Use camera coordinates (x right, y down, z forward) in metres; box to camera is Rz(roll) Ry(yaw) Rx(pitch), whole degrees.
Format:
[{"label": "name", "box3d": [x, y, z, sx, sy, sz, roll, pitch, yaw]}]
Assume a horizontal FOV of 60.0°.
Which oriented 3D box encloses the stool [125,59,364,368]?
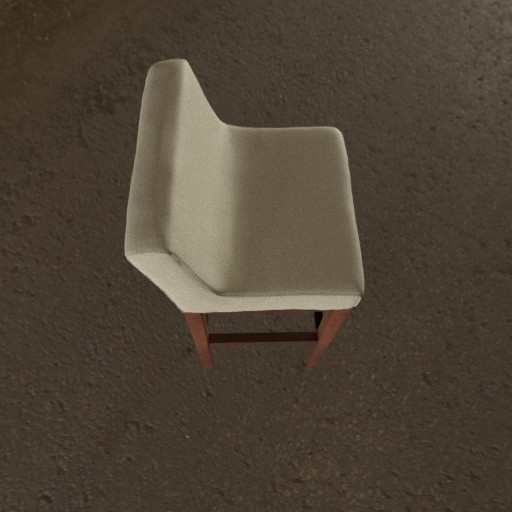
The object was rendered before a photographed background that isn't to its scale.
[{"label": "stool", "box3d": [0.000, 0.000, 1.355, 0.500, 1.037, 0.511, -1, 64, 0]}]
